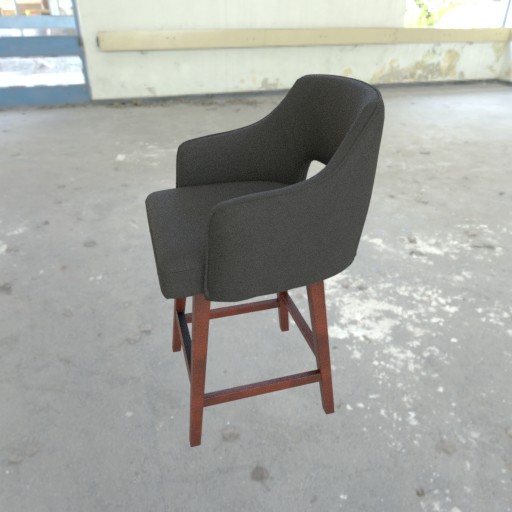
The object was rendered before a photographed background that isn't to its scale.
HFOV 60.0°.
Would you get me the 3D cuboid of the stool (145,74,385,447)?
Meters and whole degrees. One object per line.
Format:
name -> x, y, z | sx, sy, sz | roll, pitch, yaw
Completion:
stool -> 0.000, 0.000, 1.248 | 0.558, 0.912, 0.548 | -8, 30, -14
